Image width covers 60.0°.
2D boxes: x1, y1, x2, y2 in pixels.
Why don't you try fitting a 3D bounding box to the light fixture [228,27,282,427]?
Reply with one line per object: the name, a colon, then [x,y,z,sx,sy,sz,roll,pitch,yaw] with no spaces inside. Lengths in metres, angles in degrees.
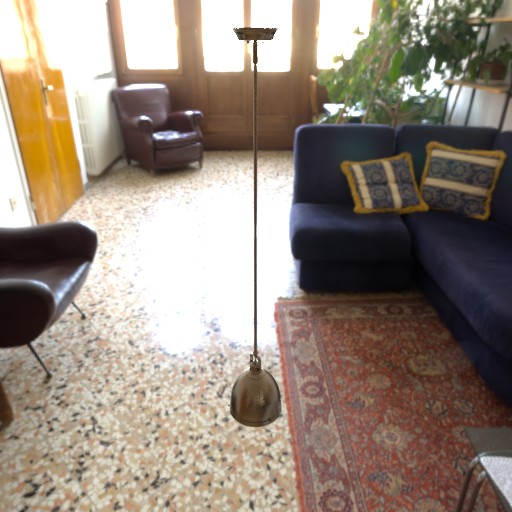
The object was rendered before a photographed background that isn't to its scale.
light fixture: [0.000,0.000,1.493,0.211,1.367,0.217,-18,32,-32]
